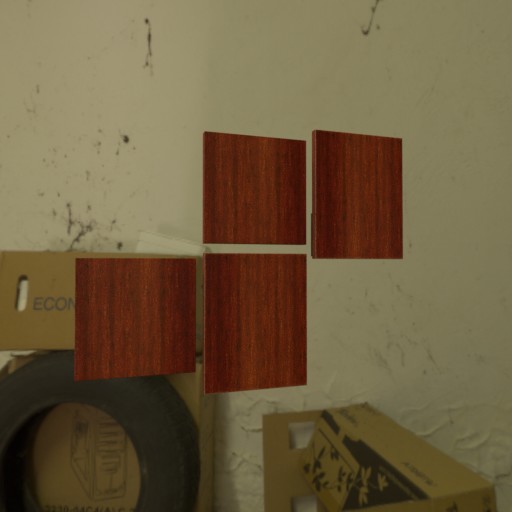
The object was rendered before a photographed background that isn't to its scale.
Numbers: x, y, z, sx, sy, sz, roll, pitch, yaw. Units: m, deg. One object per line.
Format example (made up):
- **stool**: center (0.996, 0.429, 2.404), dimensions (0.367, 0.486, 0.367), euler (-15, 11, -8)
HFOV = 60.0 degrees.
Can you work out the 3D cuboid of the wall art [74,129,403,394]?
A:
- **wall art**: center (0.000, 0.000, 0.841), dimensions (0.635, 0.497, 0.030), euler (0, -1, -18)
